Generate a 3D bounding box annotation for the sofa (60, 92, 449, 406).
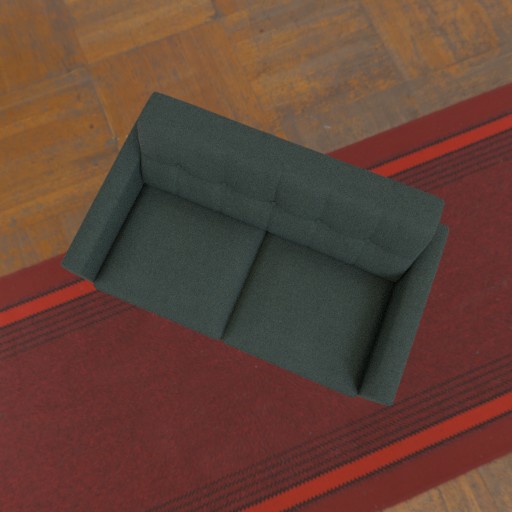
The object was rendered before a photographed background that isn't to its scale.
[{"bbox_3d":[0.000,0.000,2.214,1.631,0.841,0.909,22,77,5],"label":"sofa"}]
